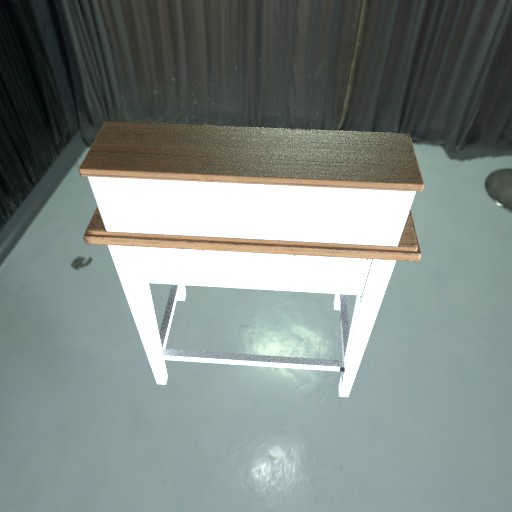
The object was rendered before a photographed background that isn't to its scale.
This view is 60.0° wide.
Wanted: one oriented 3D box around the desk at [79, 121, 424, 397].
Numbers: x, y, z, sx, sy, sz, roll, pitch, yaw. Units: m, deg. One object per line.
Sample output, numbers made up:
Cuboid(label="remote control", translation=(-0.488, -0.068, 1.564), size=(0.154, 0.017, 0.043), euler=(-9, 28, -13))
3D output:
Cuboid(label="desk", translation=(0.000, 0.000, 1.429), size=(0.814, 0.981, 0.462), euler=(3, 48, 3))
